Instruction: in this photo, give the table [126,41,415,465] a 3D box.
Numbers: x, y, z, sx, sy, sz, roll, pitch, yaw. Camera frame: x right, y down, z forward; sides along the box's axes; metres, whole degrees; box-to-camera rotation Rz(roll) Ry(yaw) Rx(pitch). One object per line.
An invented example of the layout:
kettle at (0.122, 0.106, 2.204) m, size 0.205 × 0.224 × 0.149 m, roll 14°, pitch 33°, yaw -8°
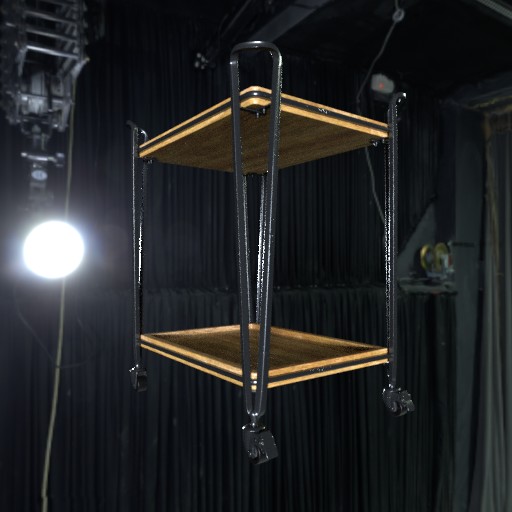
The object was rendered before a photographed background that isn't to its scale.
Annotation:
table at (0.000, 0.000, 1.198) m, size 0.505 × 0.785 × 0.672 m, roll 0°, pitch -1°, yaw -37°
